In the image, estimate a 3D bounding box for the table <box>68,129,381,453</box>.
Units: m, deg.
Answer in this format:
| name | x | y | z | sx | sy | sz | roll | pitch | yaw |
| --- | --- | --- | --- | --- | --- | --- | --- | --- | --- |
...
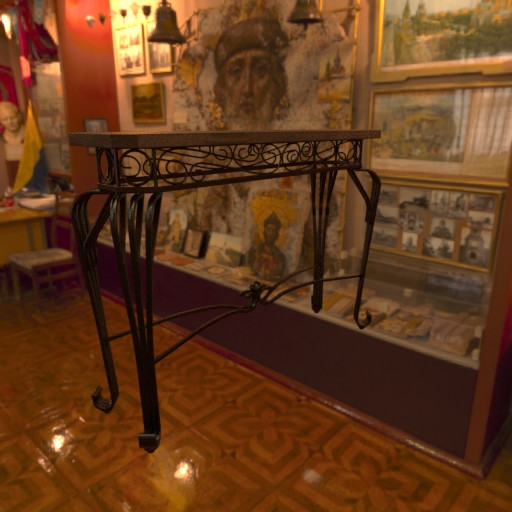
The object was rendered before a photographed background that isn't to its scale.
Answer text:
| name | x | y | z | sx | sy | sz | roll | pitch | yaw |
| --- | --- | --- | --- | --- | --- | --- | --- | --- | --- |
| table | 0.000 | 0.000 | 1.474 | 0.329 | 0.800 | 1.112 | 16 | 23 | 42 |
